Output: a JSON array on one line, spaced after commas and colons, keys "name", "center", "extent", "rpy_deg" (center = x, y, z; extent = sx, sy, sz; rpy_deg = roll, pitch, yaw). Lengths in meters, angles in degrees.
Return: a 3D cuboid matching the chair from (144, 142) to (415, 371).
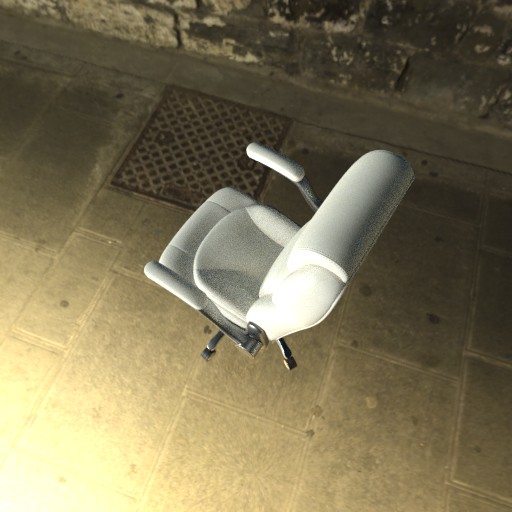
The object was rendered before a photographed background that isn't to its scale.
[{"name": "chair", "center": [0.000, 0.000, 1.820], "extent": [0.806, 1.330, 0.755], "rpy_deg": [31, 68, 14]}]
